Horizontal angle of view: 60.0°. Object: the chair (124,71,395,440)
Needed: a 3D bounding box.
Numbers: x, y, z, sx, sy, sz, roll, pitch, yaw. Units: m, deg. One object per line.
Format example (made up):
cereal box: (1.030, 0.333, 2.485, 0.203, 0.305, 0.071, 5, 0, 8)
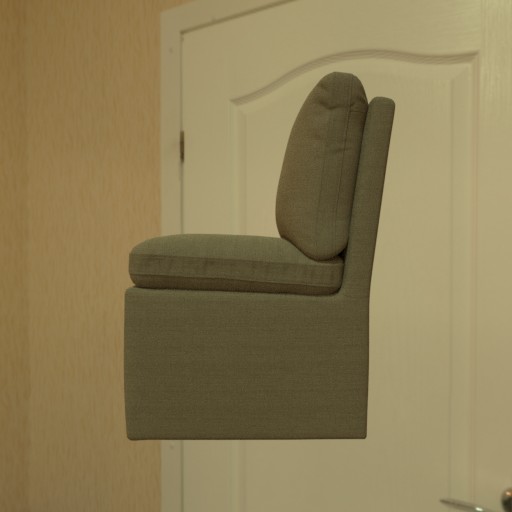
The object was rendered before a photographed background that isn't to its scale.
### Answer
chair: (0.000, 0.000, 1.335, 0.698, 0.927, 0.503, 0, 1, 0)
